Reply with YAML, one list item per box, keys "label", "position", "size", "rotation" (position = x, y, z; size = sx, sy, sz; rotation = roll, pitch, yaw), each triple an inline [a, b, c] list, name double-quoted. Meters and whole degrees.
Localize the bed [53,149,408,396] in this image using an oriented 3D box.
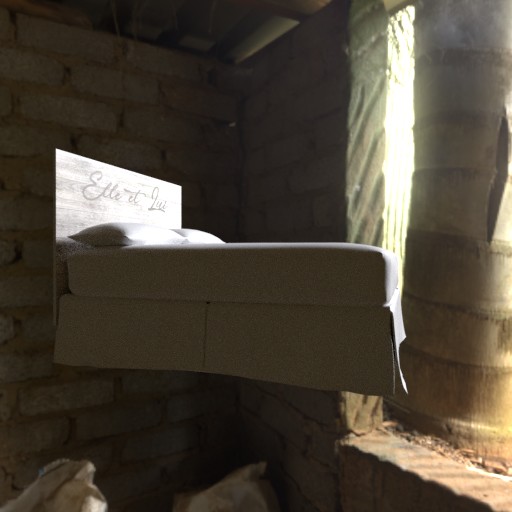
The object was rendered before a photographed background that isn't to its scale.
- label: "bed"
  position: [0.000, 0.000, 3.215]
  size: [2.094, 1.335, 1.745]
  rotation: [0, 0, 19]
